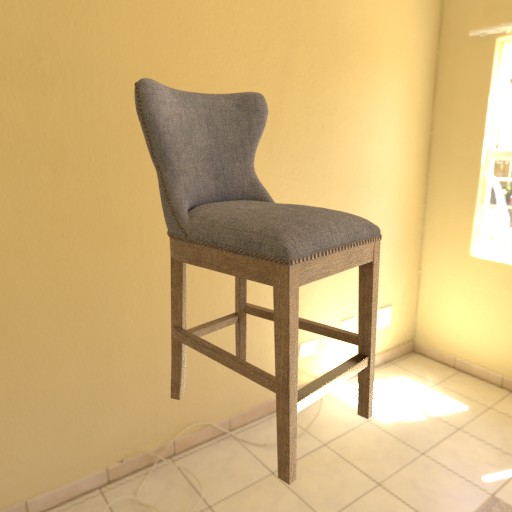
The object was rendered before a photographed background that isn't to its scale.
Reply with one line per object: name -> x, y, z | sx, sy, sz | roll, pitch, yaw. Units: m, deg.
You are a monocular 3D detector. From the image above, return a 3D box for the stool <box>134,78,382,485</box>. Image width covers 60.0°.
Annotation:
stool -> 0.000, 0.000, 1.307 | 0.608, 0.981, 0.498 | 13, 18, 42
